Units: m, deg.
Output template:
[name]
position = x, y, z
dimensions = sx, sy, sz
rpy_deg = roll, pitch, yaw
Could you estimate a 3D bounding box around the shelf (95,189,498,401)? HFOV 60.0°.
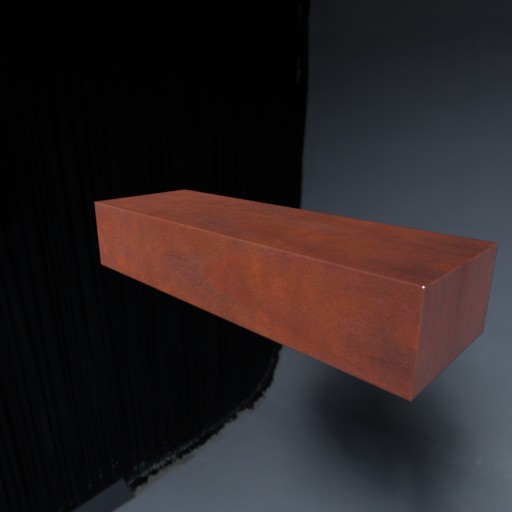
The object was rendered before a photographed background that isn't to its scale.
[shelf]
position = 0.000, 0.000, 0.510
dimensions = 0.457, 0.088, 0.152
rpy_deg = 16, 23, 42
